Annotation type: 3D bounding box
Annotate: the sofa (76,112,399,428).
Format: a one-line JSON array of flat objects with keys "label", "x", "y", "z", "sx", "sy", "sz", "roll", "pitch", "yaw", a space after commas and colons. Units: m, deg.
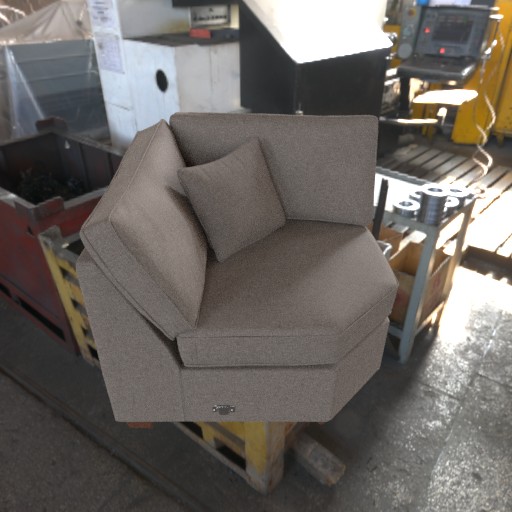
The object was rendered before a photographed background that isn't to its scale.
[{"label": "sofa", "x": 0.000, "y": 0.000, "z": 1.802, "sx": 1.042, "sy": 0.951, "sz": 1.050, "roll": 0, "pitch": 32, "yaw": 0}]
